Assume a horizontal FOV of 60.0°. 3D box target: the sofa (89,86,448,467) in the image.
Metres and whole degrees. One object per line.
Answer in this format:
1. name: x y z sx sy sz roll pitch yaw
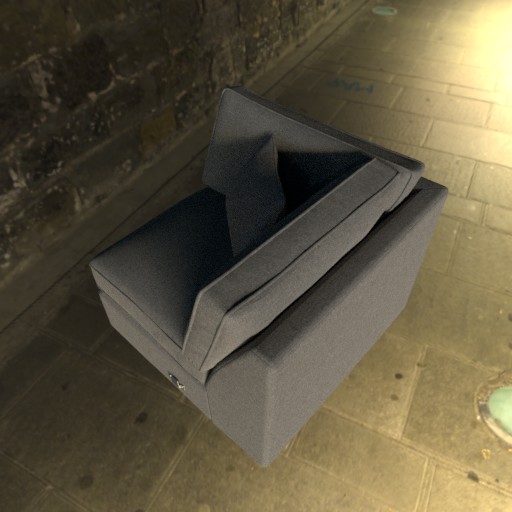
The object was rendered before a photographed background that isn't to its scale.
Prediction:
1. sofa: 0.000 0.000 1.953 1.084 1.002 1.146 33 54 28
